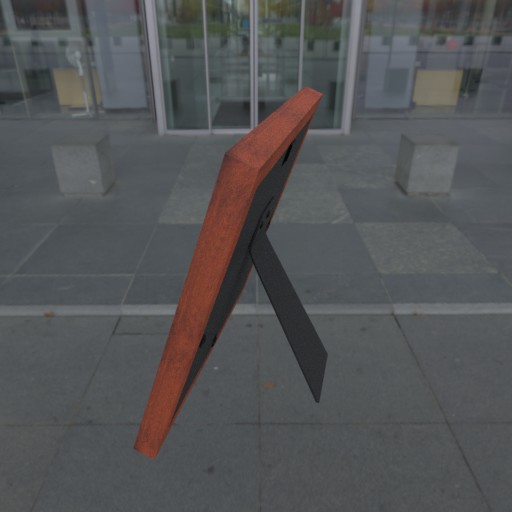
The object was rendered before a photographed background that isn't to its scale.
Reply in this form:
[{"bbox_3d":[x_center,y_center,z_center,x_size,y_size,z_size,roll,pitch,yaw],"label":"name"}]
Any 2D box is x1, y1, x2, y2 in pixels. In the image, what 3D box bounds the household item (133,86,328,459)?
[{"bbox_3d":[0.000,0.000,0.372,0.131,0.240,0.240,7,29,13],"label":"household item"}]
